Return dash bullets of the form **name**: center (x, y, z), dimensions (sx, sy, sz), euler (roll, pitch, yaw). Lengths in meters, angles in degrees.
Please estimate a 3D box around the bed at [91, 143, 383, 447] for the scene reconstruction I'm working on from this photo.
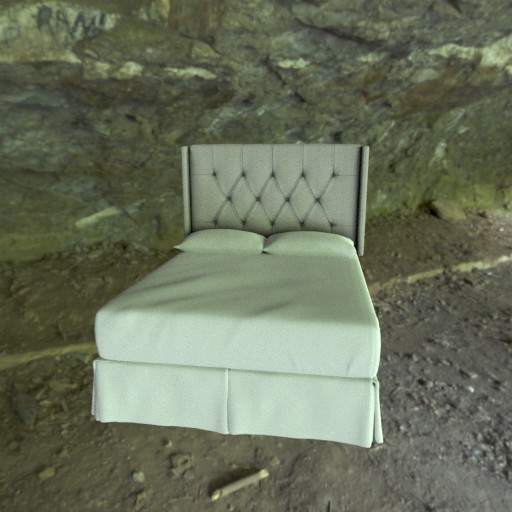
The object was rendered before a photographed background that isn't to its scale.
- **bed**: center (0.000, 0.000, 3.306), dimensions (1.719, 1.665, 2.066), euler (2, 13, 8)
